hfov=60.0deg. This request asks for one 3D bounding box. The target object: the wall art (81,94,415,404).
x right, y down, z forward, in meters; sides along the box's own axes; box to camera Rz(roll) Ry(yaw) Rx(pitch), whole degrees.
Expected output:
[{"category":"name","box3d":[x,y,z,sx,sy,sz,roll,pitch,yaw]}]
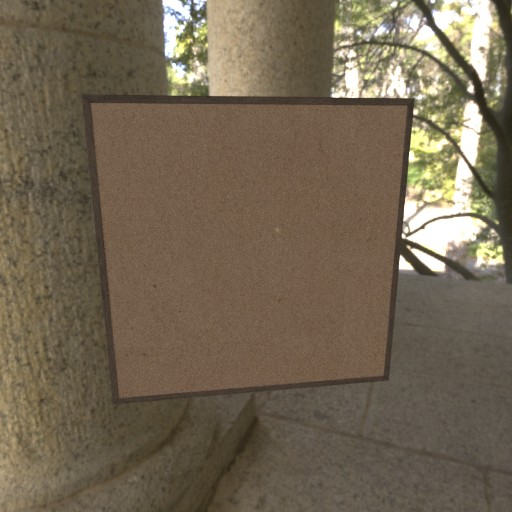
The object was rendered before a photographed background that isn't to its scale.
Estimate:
[{"category":"wall art","box3d":[0.000,0.000,1.126,0.762,0.762,0.038,-2,16,-8]}]
